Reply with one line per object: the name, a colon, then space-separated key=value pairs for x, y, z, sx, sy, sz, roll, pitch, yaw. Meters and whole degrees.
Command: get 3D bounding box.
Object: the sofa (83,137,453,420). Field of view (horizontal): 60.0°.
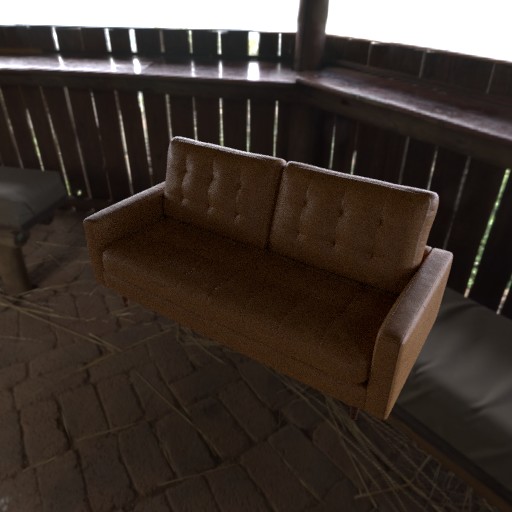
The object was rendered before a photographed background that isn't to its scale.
sofa: x=0.000 y=0.000 z=2.360 sx=1.821 sy=0.898 sz=0.850 roll=19 pitch=36 yaw=28
